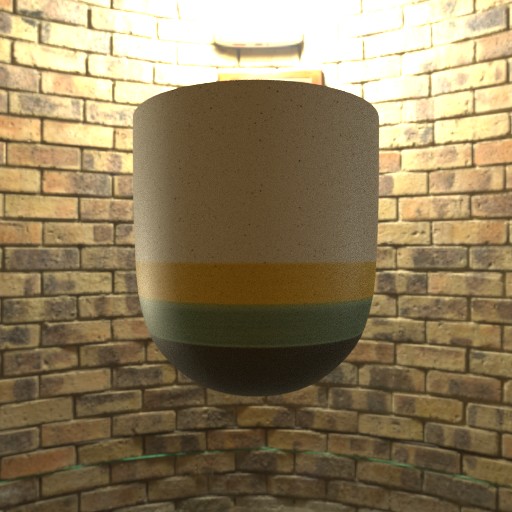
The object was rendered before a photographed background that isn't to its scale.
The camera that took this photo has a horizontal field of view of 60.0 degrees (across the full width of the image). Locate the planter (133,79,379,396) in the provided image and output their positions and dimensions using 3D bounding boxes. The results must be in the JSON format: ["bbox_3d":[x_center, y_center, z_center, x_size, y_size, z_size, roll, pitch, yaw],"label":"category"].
[{"bbox_3d":[0.000,0.000,0.364,0.195,0.214,0.195,0,0,0],"label":"planter"}]
